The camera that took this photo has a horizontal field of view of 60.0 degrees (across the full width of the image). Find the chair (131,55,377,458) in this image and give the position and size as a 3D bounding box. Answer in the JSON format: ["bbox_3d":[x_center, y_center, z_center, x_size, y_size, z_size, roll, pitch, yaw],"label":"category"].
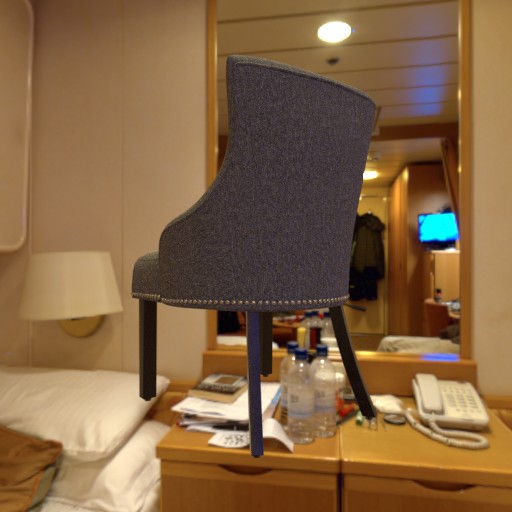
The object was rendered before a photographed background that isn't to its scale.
[{"bbox_3d":[0.000,0.000,1.332,0.566,0.909,0.629,0,0,-37],"label":"chair"}]
